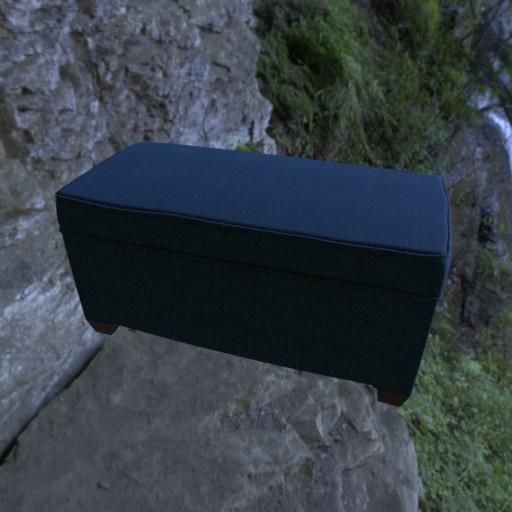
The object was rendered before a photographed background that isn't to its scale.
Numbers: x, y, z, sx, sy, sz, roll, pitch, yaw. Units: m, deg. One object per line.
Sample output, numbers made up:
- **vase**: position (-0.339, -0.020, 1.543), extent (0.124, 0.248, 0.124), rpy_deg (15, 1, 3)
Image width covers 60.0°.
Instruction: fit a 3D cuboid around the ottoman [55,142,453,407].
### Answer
- **ottoman**: position (0.000, 0.000, 1.253), extent (0.943, 0.474, 0.474), rpy_deg (10, 34, 15)
